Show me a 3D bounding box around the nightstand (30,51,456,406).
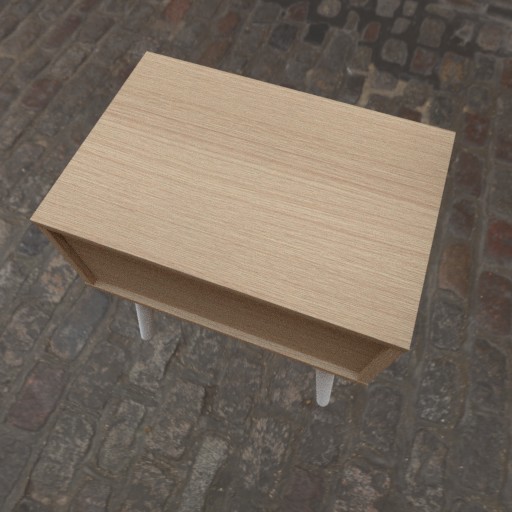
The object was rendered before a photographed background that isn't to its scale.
[{"bbox_3d":[0.000,0.000,0.975,0.571,0.610,0.407,18,65,9],"label":"nightstand"}]
